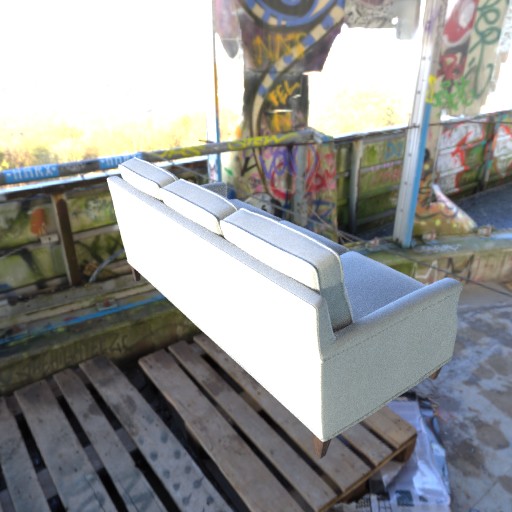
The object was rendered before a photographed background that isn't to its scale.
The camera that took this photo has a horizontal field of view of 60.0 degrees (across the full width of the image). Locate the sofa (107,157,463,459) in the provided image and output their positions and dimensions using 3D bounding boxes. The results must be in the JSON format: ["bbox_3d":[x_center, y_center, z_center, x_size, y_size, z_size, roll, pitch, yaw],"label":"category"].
[{"bbox_3d":[0.000,0.000,2.820,1.084,1.003,2.246,-18,31,-33],"label":"sofa"}]
